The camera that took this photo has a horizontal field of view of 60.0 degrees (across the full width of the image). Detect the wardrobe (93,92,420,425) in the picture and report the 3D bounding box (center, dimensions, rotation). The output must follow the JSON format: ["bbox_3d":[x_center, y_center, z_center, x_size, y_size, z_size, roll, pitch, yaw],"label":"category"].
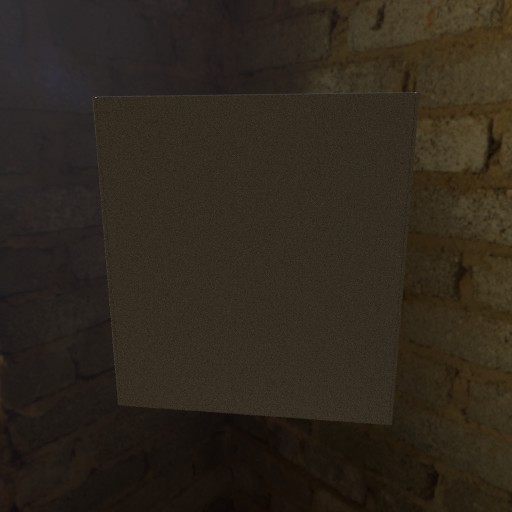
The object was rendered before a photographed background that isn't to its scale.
[{"bbox_3d":[0.000,0.000,2.929,1.780,1.960,0.629,2,14,7],"label":"wardrobe"}]
